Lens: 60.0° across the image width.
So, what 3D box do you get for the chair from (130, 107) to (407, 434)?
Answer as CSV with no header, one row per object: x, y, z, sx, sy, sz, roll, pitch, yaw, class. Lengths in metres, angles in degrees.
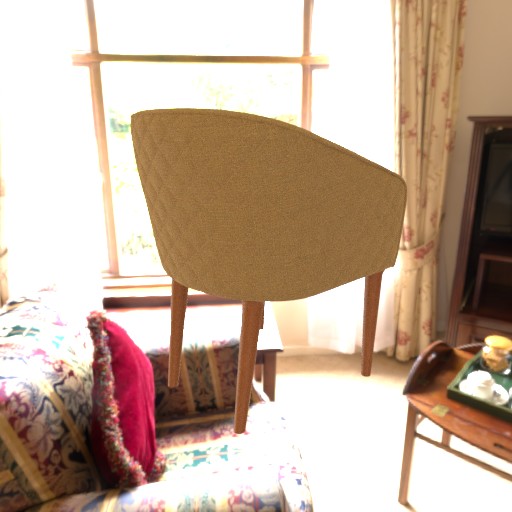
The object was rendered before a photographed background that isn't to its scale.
0.000,0.000,1.249,0.616,0.775,0.584,-15,22,-43,chair
